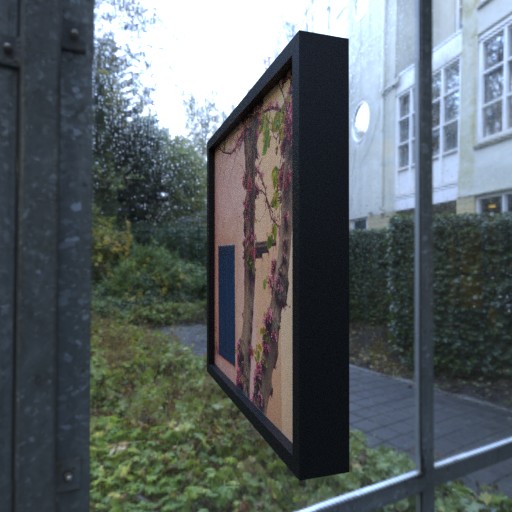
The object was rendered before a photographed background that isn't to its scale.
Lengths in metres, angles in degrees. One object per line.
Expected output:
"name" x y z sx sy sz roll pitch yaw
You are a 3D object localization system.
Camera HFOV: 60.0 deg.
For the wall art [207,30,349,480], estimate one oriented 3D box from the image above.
"wall art" 0.000 0.000 0.449 0.038 0.304 0.305 0 0 -18
